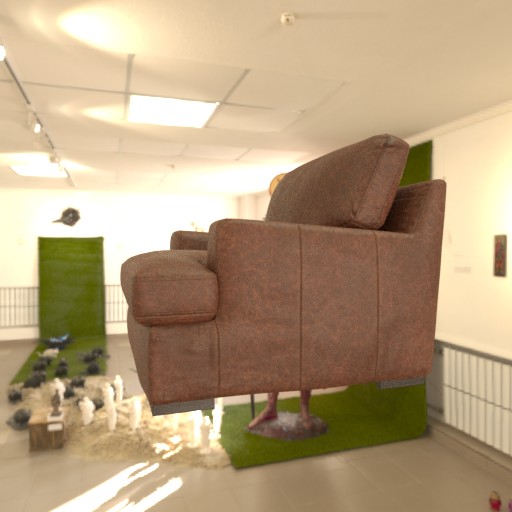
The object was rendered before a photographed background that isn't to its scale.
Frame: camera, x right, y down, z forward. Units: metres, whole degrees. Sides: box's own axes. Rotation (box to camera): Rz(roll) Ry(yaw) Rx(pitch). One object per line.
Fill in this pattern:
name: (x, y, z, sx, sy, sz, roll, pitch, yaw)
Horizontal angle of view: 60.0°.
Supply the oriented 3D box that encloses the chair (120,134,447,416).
chair: (0.000, 0.000, 1.983, 1.143, 0.939, 1.168, 0, 1, -19)
